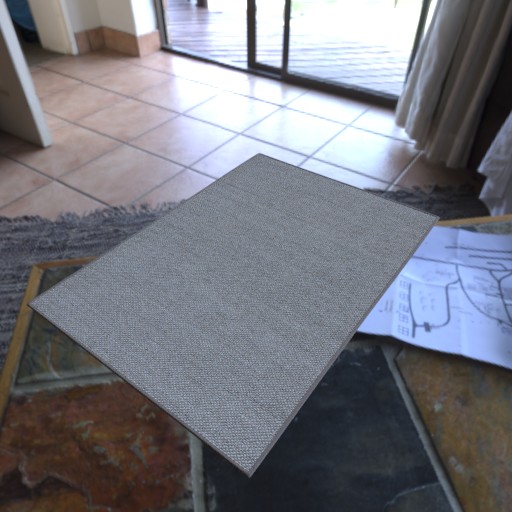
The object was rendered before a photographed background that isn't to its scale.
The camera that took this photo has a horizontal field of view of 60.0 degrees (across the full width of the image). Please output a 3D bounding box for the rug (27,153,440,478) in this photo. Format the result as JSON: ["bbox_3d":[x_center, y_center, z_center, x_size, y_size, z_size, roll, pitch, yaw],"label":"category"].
[{"bbox_3d":[0.000,0.000,2.679,1.517,0.013,2.115,26,47,27],"label":"rug"}]
